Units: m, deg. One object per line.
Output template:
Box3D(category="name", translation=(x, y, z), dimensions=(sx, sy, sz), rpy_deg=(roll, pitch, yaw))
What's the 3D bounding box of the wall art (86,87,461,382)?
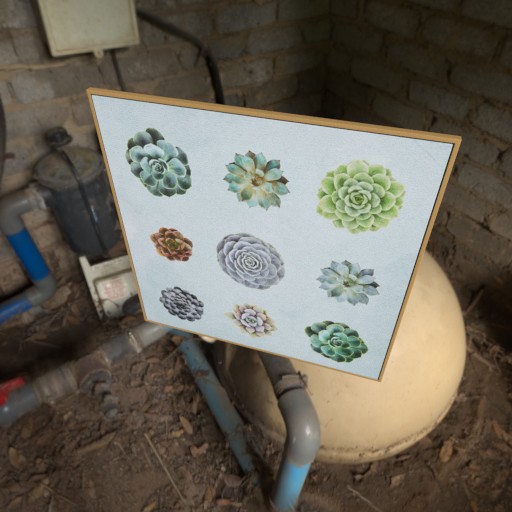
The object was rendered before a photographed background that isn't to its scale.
Box3D(category="wall art", translation=(0.000, 0.000, 0.967), dimensions=(0.657, 0.655, 0.014), rpy_deg=(12, 43, 13))
